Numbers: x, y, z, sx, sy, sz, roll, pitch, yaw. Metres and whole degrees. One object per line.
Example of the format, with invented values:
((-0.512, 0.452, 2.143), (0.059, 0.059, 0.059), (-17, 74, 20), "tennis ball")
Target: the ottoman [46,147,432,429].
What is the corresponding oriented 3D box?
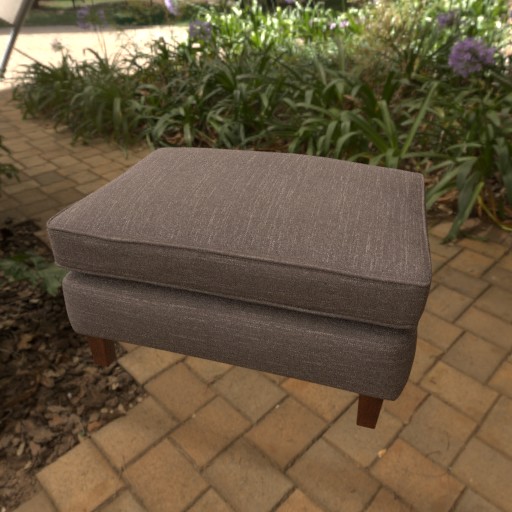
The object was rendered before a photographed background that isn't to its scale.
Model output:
((0.000, 0.000, 0.981), (0.686, 0.406, 0.508), (9, 33, 14), "ottoman")
